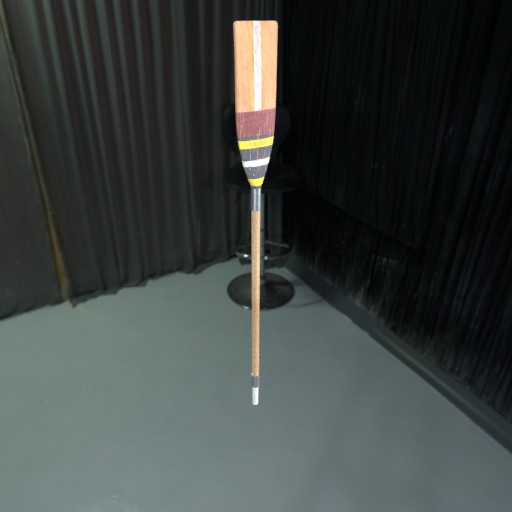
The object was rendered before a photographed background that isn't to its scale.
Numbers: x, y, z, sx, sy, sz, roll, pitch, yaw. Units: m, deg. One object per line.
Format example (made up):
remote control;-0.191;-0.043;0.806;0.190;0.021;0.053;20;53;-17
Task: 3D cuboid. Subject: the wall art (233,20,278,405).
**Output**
wall art;0.000;0.000;1.659;0.146;1.556;0.038;-17;34;-28
